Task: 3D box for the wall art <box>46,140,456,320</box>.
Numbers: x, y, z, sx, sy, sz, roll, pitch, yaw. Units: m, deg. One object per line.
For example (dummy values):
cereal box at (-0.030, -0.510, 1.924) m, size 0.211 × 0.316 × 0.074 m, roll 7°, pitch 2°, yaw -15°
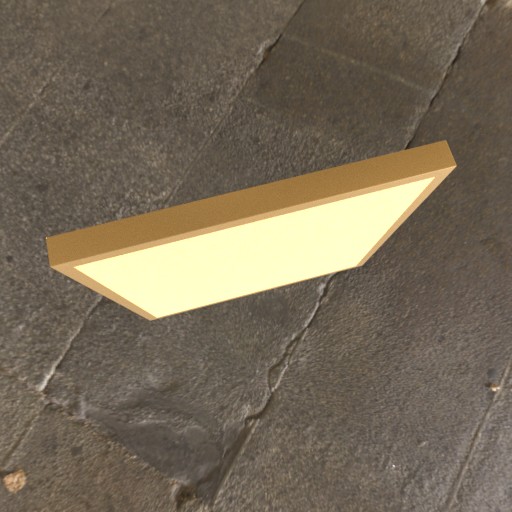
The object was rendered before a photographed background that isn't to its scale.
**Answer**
wall art at (0.000, 0.000, 0.471) m, size 0.305 × 0.305 × 0.023 m, roll -14°, pitch 75°, yaw -4°
